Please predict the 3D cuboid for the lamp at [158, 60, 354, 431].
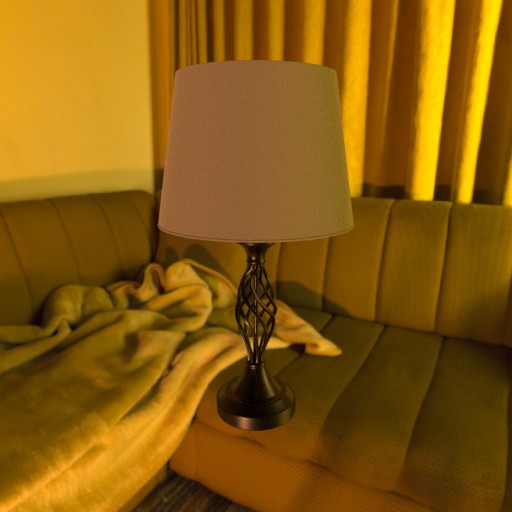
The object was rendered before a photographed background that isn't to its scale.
[{"bbox_3d":[0.000,0.000,0.777,0.331,0.594,0.331,0,14,0],"label":"lamp"}]
